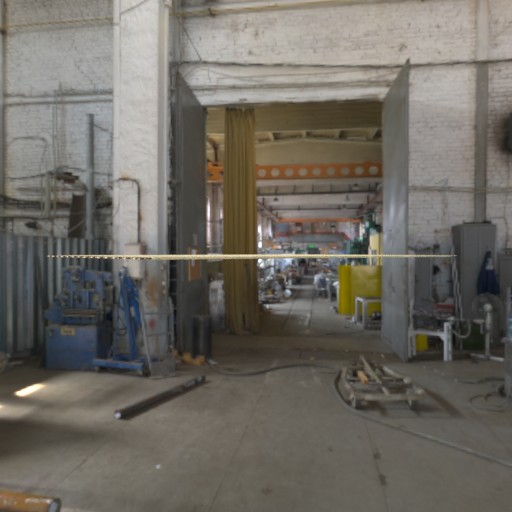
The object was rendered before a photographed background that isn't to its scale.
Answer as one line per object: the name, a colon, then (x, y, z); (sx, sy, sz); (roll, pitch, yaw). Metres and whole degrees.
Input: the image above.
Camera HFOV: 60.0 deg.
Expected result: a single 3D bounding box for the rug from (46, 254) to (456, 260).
rug: (0.000, 0.000, 2.338); (1.802, 0.008, 1.247); (0, 1, -37)
